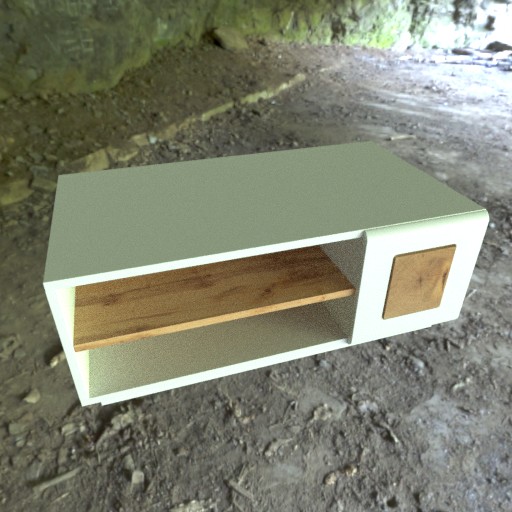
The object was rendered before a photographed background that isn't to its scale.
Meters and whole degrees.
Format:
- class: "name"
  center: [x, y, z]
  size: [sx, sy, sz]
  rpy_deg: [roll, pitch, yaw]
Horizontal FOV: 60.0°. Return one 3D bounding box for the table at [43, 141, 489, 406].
- class: "table"
  center: [0.000, 0.000, 1.393]
  size: [1.097, 0.442, 0.639]
  rpy_deg: [-10, 34, -15]
